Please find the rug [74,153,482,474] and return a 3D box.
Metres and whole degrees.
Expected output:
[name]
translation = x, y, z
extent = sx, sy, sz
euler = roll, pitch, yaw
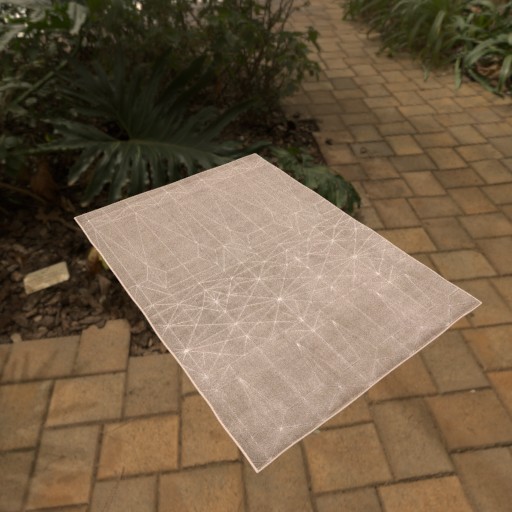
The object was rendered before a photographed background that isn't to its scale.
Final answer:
[rug]
translation = 0.000, 0.000, 4.332
extent = 2.449, 0.019, 3.357
euler = -26, 47, -26
